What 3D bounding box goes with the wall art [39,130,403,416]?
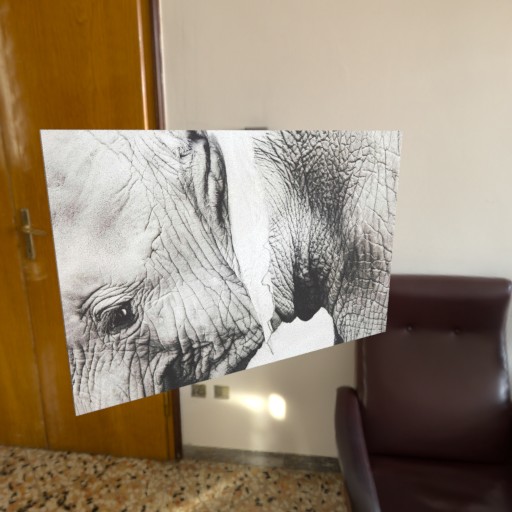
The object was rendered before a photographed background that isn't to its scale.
[{"bbox_3d":[0.000,0.000,1.114,0.914,0.607,0.023,-8,18,-27],"label":"wall art"}]
